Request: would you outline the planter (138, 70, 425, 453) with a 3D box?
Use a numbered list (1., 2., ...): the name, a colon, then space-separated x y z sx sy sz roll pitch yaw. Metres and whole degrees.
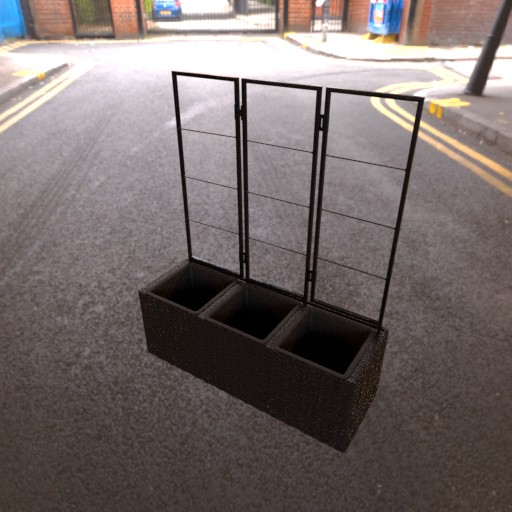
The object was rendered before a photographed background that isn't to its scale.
1. planter: 0.000 0.000 1.173 0.698 0.841 0.244 18 35 28
